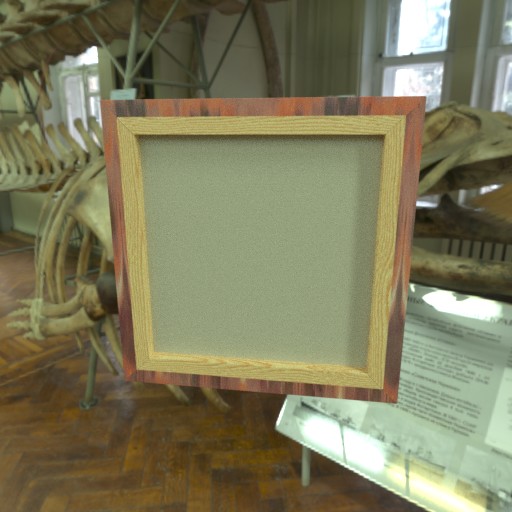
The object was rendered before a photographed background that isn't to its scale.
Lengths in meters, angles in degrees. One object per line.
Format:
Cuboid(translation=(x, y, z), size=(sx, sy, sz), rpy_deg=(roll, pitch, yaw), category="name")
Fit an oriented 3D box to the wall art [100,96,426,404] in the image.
Cuboid(translation=(0.000, 0.000, 0.908), size=(0.603, 0.609, 0.037), rpy_deg=(2, 15, 8), category="wall art")
